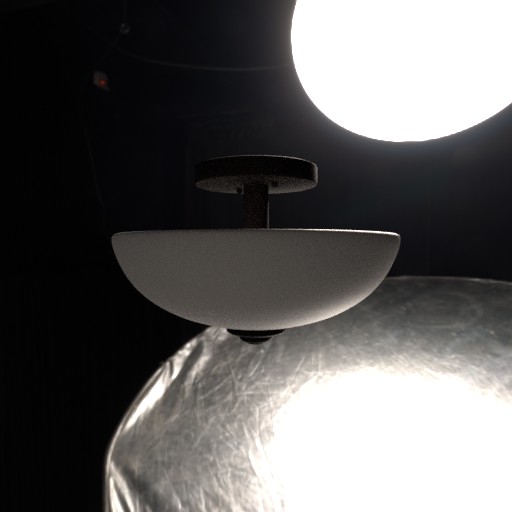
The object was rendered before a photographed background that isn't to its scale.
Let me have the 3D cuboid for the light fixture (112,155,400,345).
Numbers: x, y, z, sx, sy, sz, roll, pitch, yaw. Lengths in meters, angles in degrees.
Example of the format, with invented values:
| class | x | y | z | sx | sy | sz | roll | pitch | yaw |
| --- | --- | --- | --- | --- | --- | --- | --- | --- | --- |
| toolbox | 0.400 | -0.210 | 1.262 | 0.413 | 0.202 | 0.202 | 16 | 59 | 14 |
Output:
| class | x | y | z | sx | sy | sz | roll | pitch | yaw |
| --- | --- | --- | --- | --- | --- | --- | --- | --- | --- |
| light fixture | 0.000 | 0.000 | 0.534 | 0.331 | 0.212 | 0.331 | 0 | 1 | 0 |
